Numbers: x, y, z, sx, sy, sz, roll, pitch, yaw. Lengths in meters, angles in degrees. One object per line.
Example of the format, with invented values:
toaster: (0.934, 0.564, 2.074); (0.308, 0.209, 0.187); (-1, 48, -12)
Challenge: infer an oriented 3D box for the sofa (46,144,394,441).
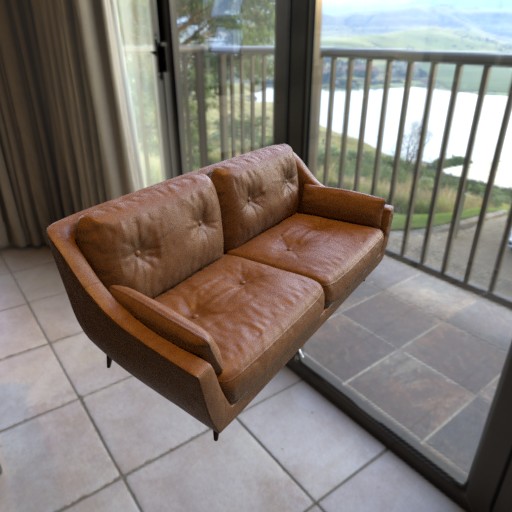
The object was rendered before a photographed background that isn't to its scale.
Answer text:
sofa: (0.000, 0.000, 2.373); (0.904, 0.839, 1.902); (17, 31, 30)
